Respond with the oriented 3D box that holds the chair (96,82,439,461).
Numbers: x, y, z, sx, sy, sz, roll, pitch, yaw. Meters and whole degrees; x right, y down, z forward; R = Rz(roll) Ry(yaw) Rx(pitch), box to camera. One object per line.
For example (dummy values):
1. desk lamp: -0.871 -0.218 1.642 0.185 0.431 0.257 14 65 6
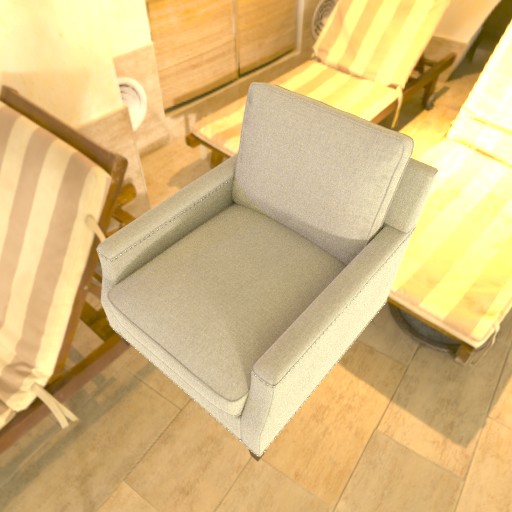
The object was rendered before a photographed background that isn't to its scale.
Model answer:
1. chair: 0.000 0.000 1.719 0.853 0.943 1.014 32 54 26
